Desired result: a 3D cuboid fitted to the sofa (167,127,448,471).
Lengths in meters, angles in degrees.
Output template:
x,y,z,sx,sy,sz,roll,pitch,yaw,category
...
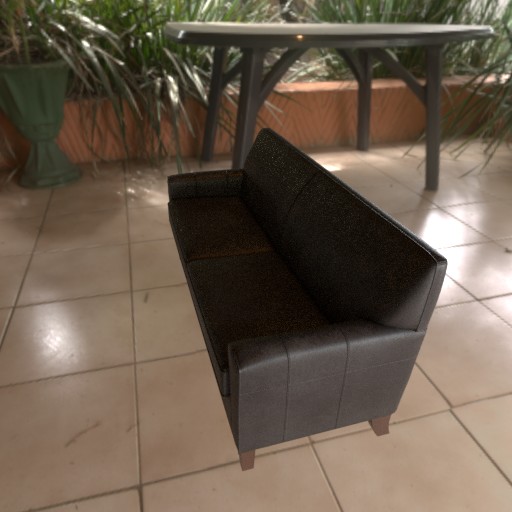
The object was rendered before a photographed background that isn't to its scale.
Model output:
x,y,z,sx,sy,sz,roll,pitch,yaw,category
0.000,0.000,2.511,0.805,0.947,2.053,-8,30,-14,sofa
